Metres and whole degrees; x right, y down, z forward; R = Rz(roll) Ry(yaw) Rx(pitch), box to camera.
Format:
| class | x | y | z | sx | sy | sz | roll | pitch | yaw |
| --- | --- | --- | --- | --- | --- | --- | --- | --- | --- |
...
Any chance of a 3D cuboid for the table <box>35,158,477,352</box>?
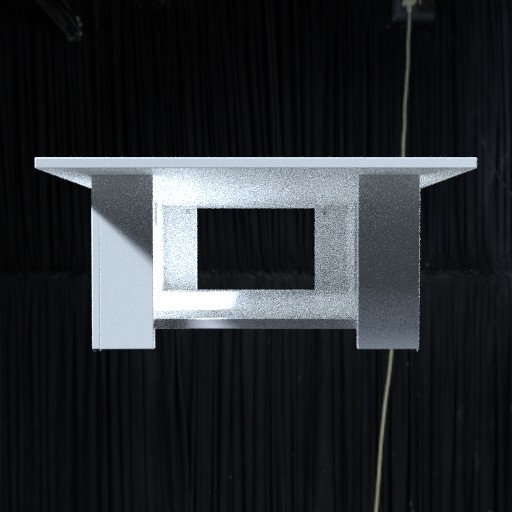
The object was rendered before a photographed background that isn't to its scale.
| class | x | y | z | sx | sy | sz | roll | pitch | yaw |
| --- | --- | --- | --- | --- | --- | --- | --- | --- | --- |
| table | 0.000 | 0.000 | 1.009 | 0.670 | 0.305 | 0.670 | 0 | 1 | 0 |
